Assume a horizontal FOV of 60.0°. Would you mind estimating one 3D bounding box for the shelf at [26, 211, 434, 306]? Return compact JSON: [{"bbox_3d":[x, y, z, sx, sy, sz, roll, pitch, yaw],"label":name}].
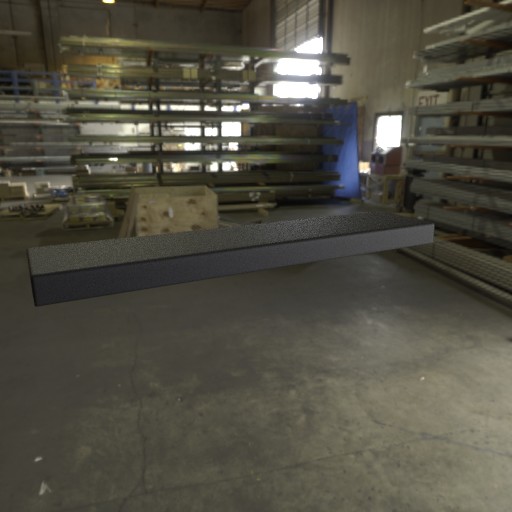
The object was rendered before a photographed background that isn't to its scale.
[{"bbox_3d":[0.000,0.000,0.501,0.456,0.053,0.102,-8,17,-27],"label":"shelf"}]
